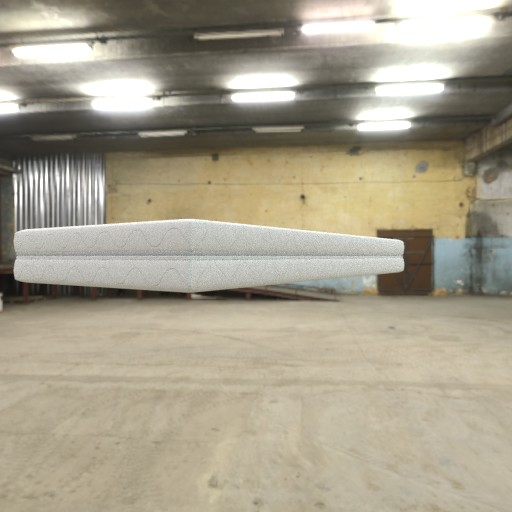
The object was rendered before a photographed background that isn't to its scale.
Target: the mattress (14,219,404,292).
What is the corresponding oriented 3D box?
[{"bbox_3d":[0.000,0.000,2.183,0.900,0.200,1.900,0,0,35],"label":"mattress"}]
